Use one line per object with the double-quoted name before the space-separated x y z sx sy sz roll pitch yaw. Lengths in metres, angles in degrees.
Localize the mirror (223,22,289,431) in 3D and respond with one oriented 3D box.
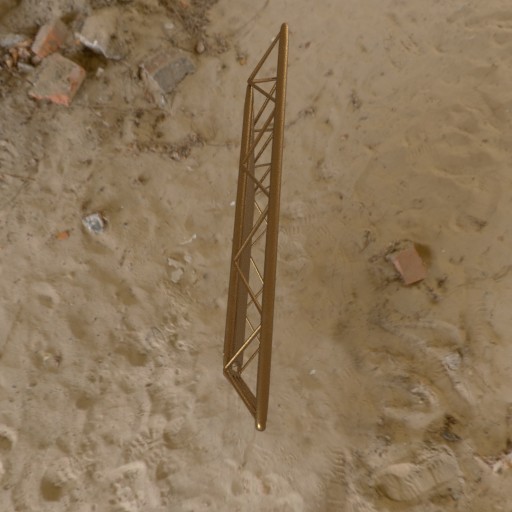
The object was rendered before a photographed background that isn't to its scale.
"mirror" 0.000 0.000 0.615 0.046 0.414 0.416 4 74 1
